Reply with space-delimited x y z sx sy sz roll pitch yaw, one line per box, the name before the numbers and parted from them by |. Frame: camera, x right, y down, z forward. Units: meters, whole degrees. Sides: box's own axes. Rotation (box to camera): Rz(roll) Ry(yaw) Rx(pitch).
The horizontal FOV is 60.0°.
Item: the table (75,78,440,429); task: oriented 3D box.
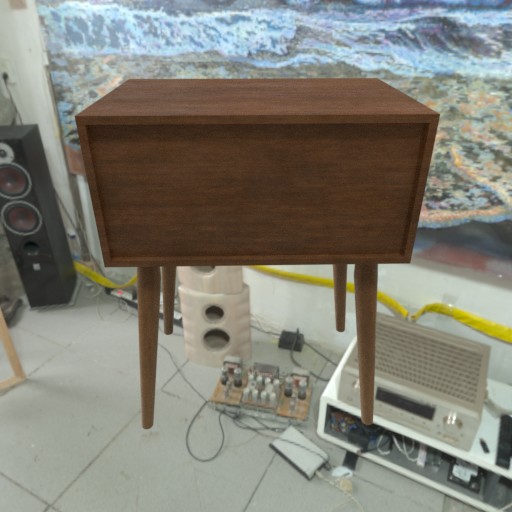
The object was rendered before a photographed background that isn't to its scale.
table | 0.000 0.000 0.828 0.454 0.580 0.307 -1 30 -1
